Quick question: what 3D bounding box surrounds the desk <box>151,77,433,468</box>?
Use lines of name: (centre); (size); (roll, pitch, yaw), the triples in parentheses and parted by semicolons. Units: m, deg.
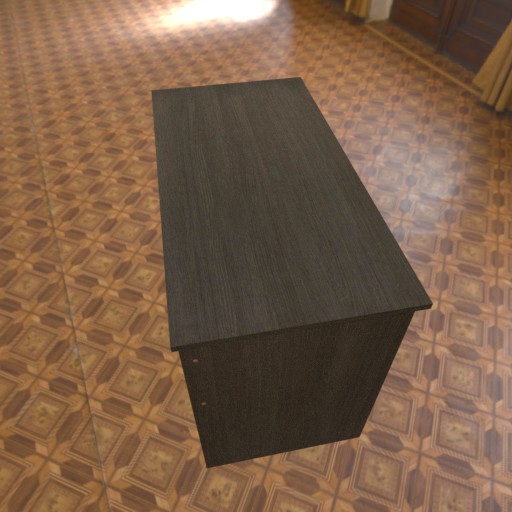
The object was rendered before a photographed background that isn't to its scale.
desk: (0.000, 0.000, 1.546); (0.560, 0.730, 1.096); (-8, 47, -8)
